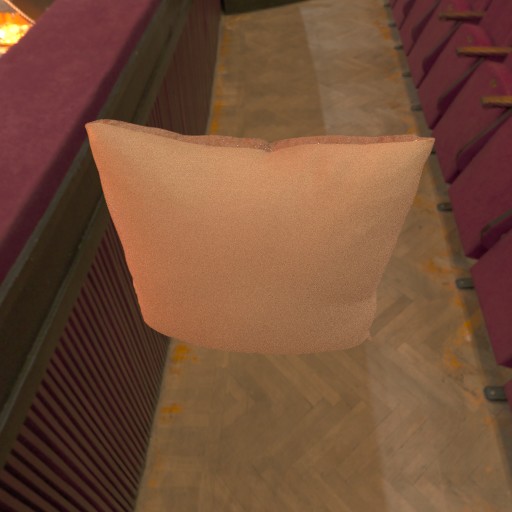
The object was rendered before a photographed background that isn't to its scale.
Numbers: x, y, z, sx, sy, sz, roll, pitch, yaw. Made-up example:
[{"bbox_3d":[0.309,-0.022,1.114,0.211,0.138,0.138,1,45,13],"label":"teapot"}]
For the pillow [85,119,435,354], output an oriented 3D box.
[{"bbox_3d":[0.000,0.000,0.711,0.450,0.448,0.245,5,48,4],"label":"pillow"}]
